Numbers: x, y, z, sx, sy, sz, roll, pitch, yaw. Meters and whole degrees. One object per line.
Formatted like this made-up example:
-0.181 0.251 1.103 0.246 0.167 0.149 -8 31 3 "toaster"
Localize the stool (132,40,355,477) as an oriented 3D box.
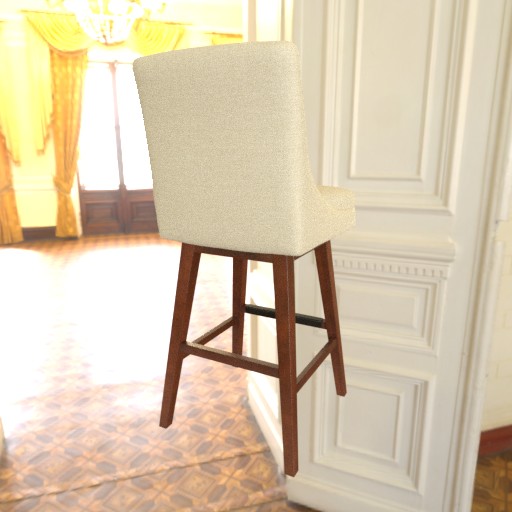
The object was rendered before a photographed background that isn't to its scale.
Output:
0.000 0.000 1.359 0.470 1.097 0.559 8 16 27 "stool"
